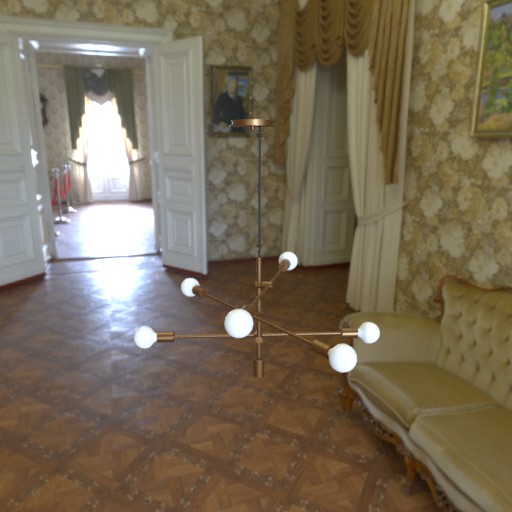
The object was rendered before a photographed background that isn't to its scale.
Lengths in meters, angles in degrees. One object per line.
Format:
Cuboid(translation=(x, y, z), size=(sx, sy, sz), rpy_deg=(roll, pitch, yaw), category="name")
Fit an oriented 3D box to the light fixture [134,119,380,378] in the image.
Cuboid(translation=(0.000, 0.000, 1.271), size=(0.682, 0.744, 0.637), rpy_deg=(7, 15, 25), category="light fixture")
